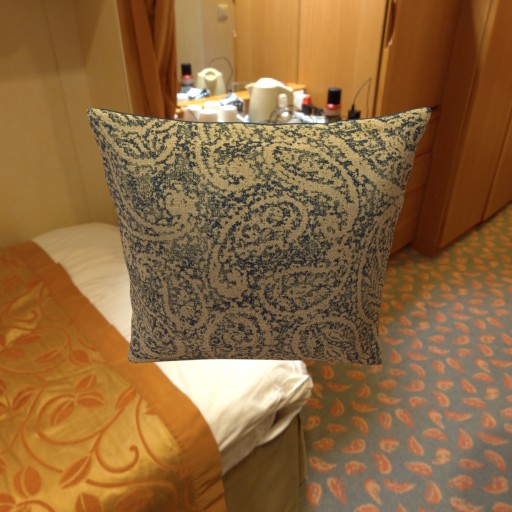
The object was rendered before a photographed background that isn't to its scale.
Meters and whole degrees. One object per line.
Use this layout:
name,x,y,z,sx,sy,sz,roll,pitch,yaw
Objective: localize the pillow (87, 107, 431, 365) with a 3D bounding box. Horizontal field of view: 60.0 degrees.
pillow,0.000,0.000,0.788,0.523,0.510,0.166,0,31,0
